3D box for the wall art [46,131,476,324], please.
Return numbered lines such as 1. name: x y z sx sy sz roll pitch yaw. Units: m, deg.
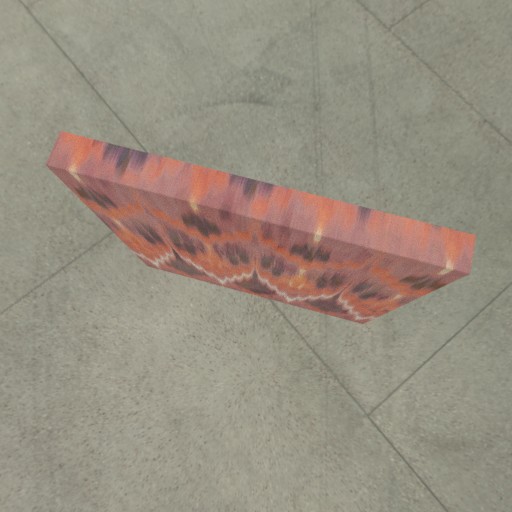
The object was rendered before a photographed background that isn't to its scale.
1. wall art: 0.000 0.000 0.606 0.403 0.406 0.038 15 76 4
